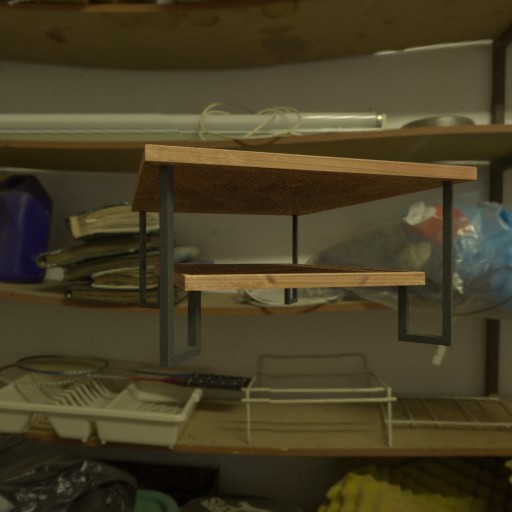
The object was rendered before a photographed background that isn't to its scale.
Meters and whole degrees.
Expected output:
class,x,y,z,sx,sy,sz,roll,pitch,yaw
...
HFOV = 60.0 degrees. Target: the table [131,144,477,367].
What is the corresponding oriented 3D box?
class,x,y,z,sx,sy,sz,roll,pitch,yaw
table,0.000,0.000,1.667,0.877,0.492,1.238,0,0,-17
